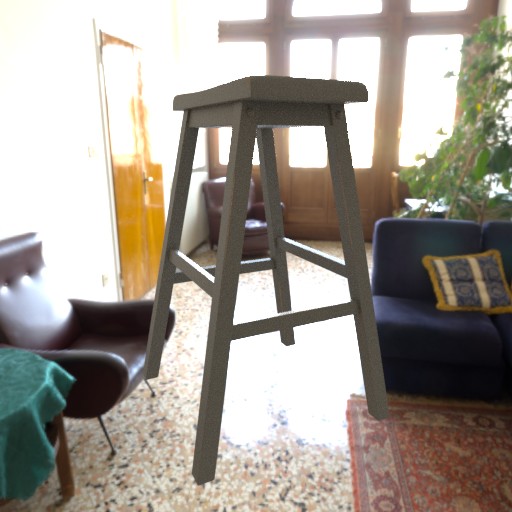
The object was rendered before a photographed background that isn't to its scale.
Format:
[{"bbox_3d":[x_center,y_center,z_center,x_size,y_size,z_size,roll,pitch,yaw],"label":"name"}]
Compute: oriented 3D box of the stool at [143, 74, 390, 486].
[{"bbox_3d":[0.000,0.000,1.044,0.476,0.737,0.457,-7,17,-26],"label":"stool"}]
